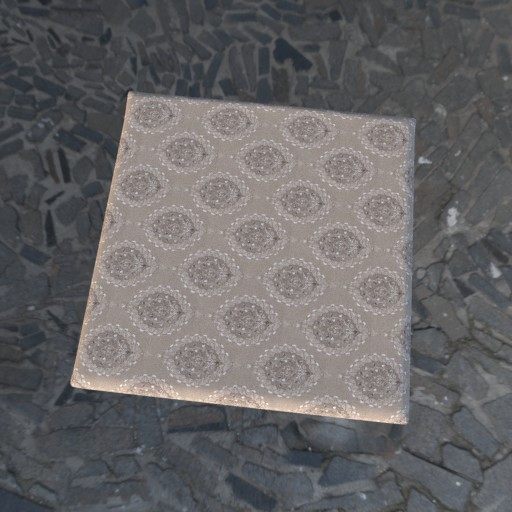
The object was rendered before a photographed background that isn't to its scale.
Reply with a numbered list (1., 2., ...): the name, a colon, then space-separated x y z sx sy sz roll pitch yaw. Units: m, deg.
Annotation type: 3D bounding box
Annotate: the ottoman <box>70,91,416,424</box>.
1. ottoman: 0.000 0.000 1.398 0.890 0.411 0.889 6 76 2
